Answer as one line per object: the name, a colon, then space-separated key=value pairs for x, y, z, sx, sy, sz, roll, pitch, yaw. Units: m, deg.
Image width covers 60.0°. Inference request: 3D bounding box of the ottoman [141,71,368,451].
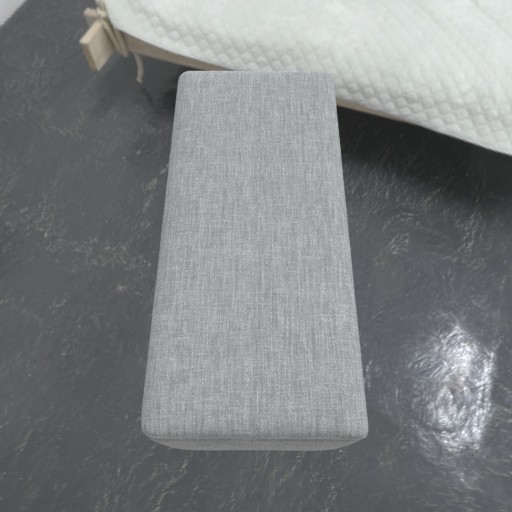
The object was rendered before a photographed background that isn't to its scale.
ottoman: x=0.000 y=0.000 z=1.124 sx=0.419 sy=0.432 sz=0.902 roll=0 pitch=64 yaw=0
